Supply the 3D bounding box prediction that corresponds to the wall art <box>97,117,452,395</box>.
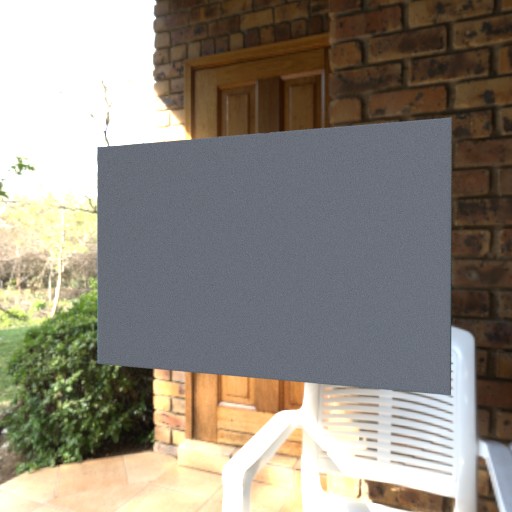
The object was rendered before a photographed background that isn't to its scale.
[{"bbox_3d":[0.000,0.000,1.107,0.894,0.595,0.057,0,1,17],"label":"wall art"}]
